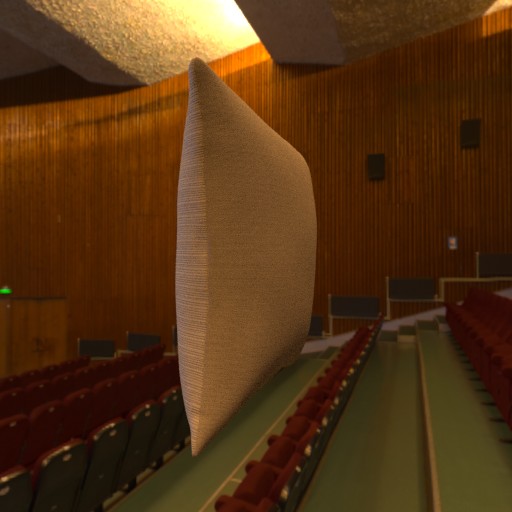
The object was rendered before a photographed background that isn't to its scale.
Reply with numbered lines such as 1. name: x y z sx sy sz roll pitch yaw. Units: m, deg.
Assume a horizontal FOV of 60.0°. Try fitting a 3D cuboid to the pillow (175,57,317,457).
1. pillow: 0.000 0.000 0.788 0.204 0.497 0.512 0 0 19
